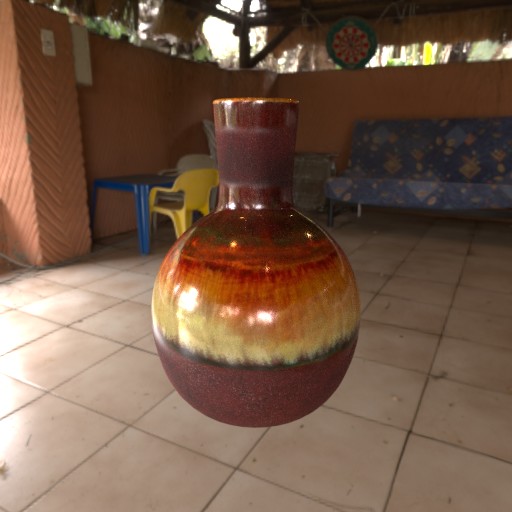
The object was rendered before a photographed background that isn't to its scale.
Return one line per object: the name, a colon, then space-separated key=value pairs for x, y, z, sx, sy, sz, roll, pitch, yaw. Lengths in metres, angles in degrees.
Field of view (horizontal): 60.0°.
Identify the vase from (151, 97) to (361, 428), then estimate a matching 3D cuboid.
vase: x=0.000 y=0.000 z=0.233 sx=0.111 sy=0.154 sz=0.111 roll=0 pitch=16 yaw=0
